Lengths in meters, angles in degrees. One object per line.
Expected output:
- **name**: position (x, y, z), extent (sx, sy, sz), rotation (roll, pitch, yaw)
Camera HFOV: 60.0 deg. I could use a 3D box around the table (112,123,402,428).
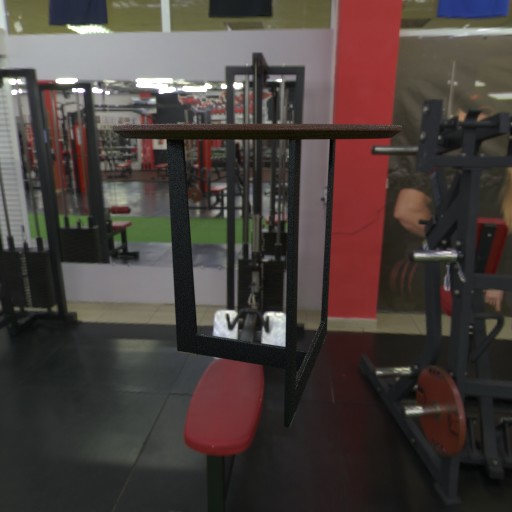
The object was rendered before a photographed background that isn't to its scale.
- **table**: position (0.000, 0.000, 0.848), extent (0.494, 0.476, 0.477), rotation (2, 16, 8)
